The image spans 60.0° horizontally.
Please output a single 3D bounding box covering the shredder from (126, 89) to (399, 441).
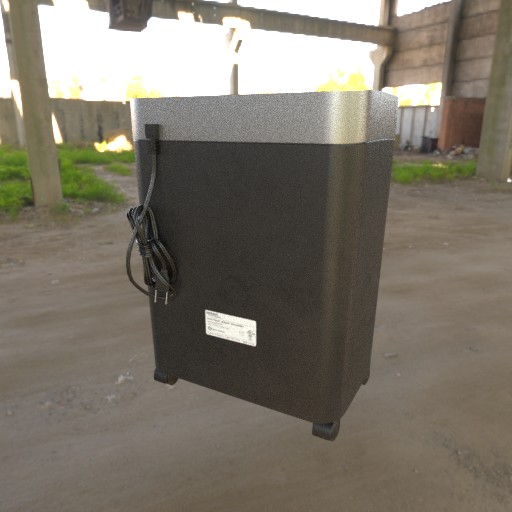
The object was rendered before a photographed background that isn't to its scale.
[{"bbox_3d":[0.000,0.000,0.608,0.311,0.419,0.237,9,19,28],"label":"shredder"}]
